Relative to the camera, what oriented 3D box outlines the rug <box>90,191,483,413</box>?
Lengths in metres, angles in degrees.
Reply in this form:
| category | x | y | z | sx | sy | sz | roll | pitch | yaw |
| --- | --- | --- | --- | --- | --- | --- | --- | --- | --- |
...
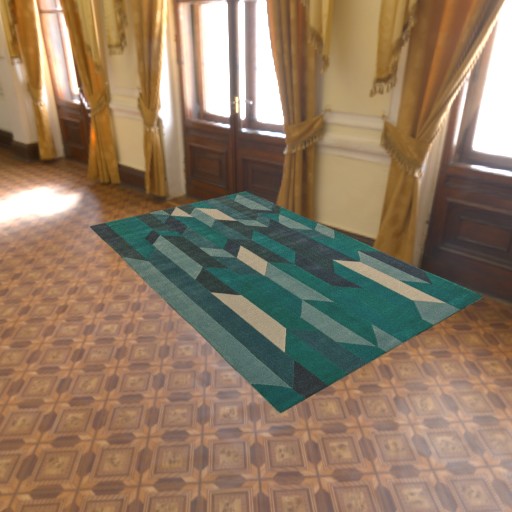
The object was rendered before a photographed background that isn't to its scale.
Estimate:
| category | x | y | z | sx | sy | sz | roll | pitch | yaw |
| --- | --- | --- | --- | --- | --- | --- | --- | --- | --- |
| rug | 0.000 | 0.000 | 3.051 | 1.528 | 0.005 | 2.420 | -18 | 31 | -32 |
